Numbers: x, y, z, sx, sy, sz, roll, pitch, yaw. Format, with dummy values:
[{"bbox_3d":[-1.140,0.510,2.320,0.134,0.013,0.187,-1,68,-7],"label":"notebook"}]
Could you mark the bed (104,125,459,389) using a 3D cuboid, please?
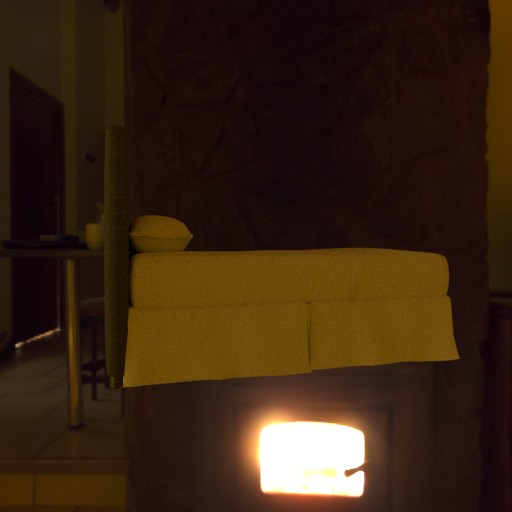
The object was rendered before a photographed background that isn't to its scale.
[{"bbox_3d":[0.000,0.000,3.327,2.142,1.330,1.884,0,1,-18],"label":"bed"}]
